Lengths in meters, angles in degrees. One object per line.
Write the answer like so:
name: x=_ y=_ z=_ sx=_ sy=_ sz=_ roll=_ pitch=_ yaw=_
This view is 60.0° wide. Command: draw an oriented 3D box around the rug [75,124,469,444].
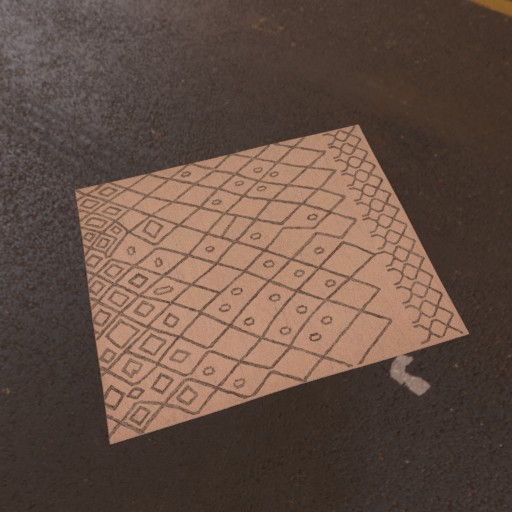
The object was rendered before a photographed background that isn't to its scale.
rug: x=0.000 y=0.000 z=4.090 sx=3.046 sy=0.015 sz=2.446 roll=-15 pitch=64 yaw=-7
